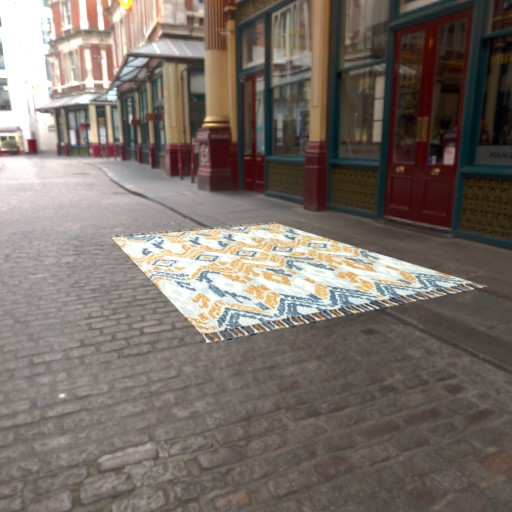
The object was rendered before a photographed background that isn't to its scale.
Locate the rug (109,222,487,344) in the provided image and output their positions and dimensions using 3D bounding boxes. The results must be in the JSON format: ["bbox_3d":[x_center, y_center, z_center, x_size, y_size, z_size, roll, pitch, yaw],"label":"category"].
[{"bbox_3d":[0.000,0.000,2.346,1.230,0.008,1.827,-7,15,-26],"label":"rug"}]
